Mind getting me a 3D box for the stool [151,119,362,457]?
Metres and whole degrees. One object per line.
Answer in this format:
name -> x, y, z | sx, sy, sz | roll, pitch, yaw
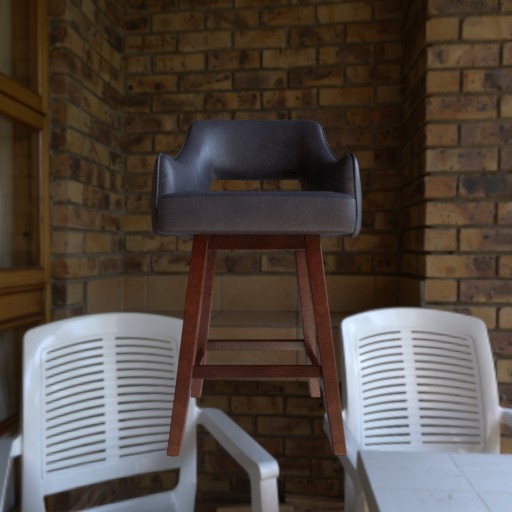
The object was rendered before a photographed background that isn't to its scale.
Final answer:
stool -> 0.000, 0.000, 1.288 | 0.550, 0.936, 0.560 | 0, 1, -1
